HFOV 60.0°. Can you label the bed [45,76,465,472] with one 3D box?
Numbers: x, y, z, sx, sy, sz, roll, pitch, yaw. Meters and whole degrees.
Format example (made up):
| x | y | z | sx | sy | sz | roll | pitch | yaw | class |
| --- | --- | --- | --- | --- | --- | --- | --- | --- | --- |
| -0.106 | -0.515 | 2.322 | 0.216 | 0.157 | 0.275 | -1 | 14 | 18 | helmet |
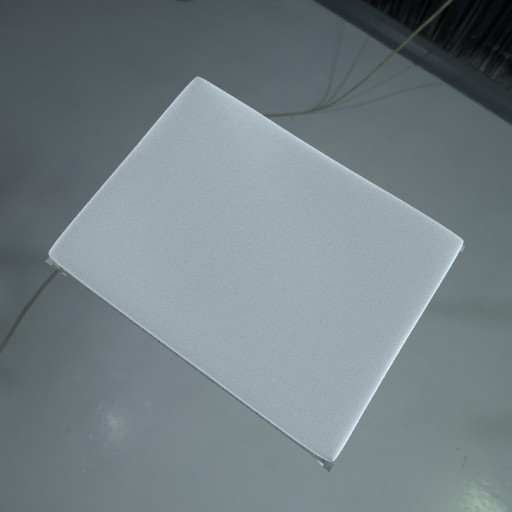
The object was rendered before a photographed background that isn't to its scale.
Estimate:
| x | y | z | sx | sy | sz | roll | pitch | yaw | class |
| --- | --- | --- | --- | --- | --- | --- | --- | --- | --- |
| 0.000 | 0.000 | 2.795 | 2.108 | 0.510 | 1.604 | 34 | 77 | 9 | bed |
